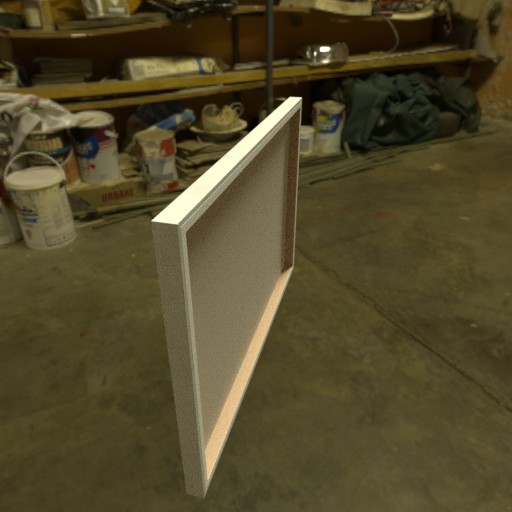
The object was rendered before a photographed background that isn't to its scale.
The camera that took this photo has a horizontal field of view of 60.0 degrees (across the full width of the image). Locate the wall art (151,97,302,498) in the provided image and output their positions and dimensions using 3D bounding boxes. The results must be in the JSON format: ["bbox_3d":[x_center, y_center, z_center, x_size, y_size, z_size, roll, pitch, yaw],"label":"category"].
[{"bbox_3d":[0.000,0.000,1.123,0.038,0.610,0.915,8,31,13],"label":"wall art"}]
